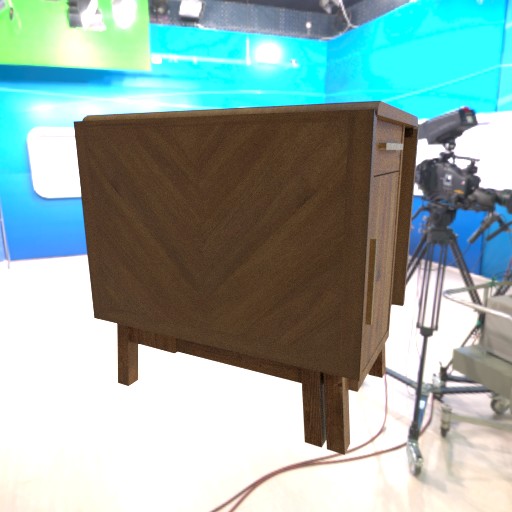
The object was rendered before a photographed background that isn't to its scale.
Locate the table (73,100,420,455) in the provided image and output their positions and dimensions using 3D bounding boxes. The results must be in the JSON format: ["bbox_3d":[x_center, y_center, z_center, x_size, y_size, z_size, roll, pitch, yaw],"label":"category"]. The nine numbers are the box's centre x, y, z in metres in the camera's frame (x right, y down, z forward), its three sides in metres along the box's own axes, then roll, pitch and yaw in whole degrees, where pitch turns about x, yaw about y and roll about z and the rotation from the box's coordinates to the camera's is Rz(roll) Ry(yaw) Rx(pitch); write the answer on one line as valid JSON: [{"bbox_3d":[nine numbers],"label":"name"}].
[{"bbox_3d":[0.000,0.000,1.625,0.967,0.981,0.701,7,15,27],"label":"table"}]
